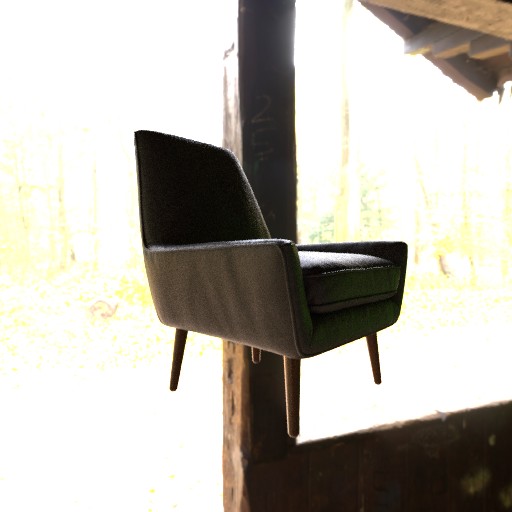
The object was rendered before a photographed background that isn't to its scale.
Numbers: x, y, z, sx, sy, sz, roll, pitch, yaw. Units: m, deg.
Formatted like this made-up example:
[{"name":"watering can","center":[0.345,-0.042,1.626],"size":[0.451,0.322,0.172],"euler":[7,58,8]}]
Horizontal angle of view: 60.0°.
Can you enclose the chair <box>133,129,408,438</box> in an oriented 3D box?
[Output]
[{"name":"chair","center":[0.000,0.000,1.516],"size":[0.822,0.888,0.787],"euler":[1,2,38]}]
